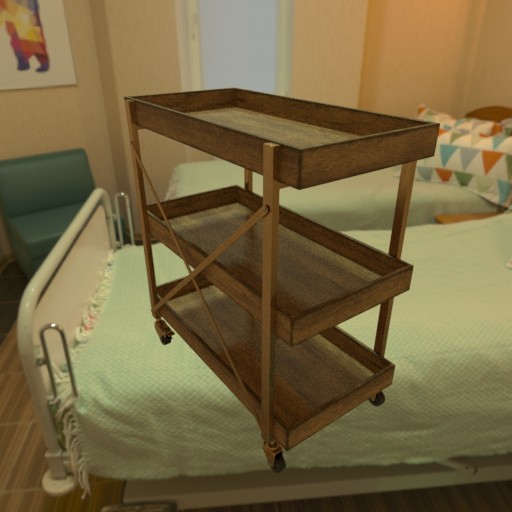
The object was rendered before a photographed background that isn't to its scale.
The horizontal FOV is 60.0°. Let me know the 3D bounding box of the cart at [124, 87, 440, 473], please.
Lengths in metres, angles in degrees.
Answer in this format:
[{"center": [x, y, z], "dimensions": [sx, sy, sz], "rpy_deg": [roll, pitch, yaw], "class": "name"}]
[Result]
[{"center": [0.000, 0.000, 1.245], "dimensions": [0.416, 0.799, 0.750], "rpy_deg": [-18, 32, -31], "class": "cart"}]
